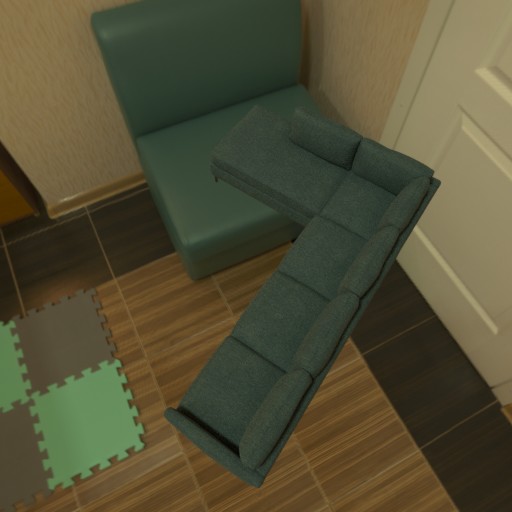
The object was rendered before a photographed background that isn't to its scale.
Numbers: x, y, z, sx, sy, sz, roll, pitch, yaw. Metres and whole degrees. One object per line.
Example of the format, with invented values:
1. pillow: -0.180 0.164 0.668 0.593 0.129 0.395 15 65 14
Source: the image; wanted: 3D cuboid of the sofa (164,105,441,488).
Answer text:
1. sofa: 0.000 0.000 3.774 2.007 0.815 2.949 31 67 15
